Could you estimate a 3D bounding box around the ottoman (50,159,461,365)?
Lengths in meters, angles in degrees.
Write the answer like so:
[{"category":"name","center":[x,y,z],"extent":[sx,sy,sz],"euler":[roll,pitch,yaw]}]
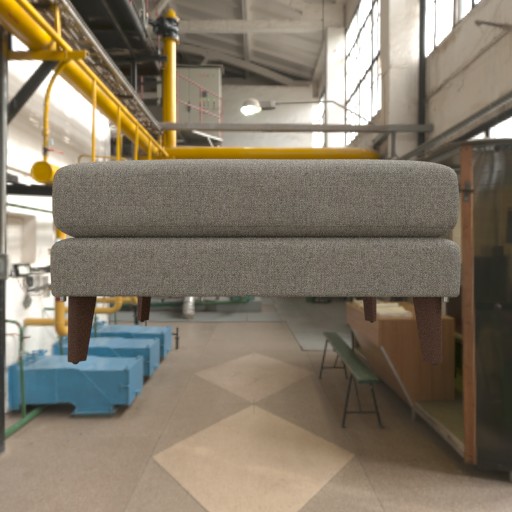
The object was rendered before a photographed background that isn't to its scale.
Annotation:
[{"category":"ottoman","center":[0.000,0.000,1.170],"extent":[0.821,0.441,0.611],"euler":[0,1,1]}]
